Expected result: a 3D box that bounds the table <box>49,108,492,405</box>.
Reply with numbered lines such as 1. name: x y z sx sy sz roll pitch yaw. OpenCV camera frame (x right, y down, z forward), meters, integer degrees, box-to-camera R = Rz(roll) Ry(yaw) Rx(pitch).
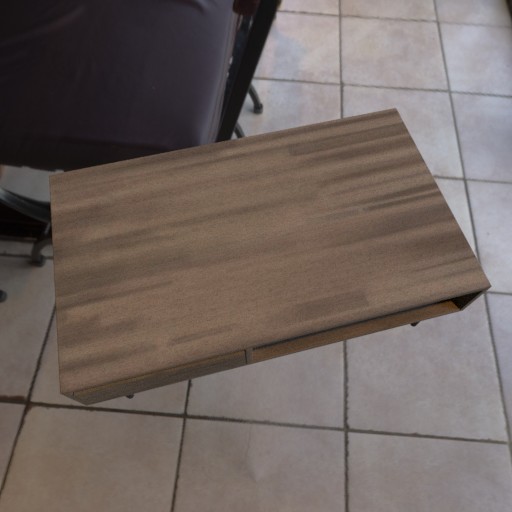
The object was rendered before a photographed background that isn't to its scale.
1. table: 0.000 0.000 1.369 1.088 0.347 0.643 -13 64 -6
